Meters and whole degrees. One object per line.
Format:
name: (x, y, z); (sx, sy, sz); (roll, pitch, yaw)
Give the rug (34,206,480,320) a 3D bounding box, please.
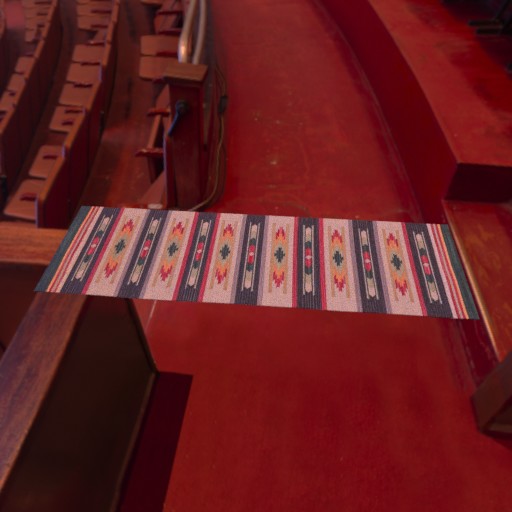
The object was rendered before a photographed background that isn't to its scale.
rug: (0.000, 0.000, 2.680); (2.440, 0.009, 0.760); (3, 46, 3)
